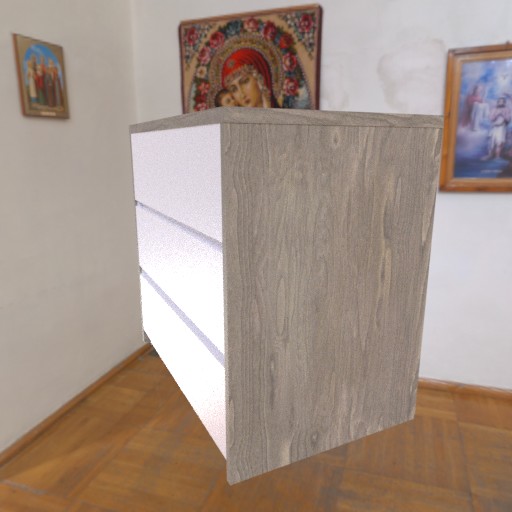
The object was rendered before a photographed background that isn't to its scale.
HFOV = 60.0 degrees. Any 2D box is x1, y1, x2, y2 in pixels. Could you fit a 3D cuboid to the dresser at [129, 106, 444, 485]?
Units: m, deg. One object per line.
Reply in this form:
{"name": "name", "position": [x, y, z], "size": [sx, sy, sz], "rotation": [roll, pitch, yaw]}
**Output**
{"name": "dresser", "position": [0.000, 0.000, 1.310], "size": [0.529, 0.762, 0.809], "rotation": [-7, 16, -26]}
